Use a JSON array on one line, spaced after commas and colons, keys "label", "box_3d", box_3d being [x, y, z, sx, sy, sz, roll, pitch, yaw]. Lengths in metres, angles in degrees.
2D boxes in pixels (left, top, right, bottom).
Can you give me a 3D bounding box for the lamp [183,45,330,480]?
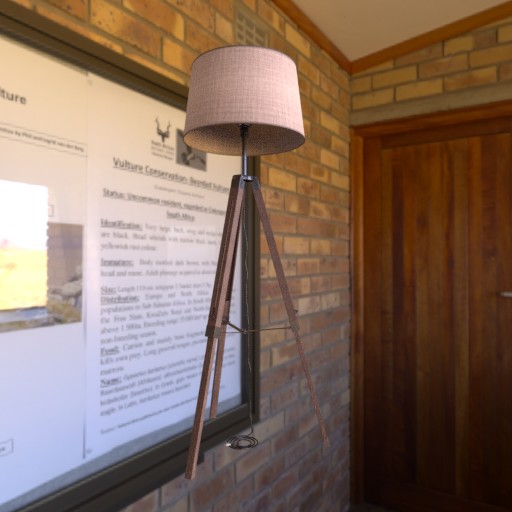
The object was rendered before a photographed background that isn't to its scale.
[{"label": "lamp", "box_3d": [0.000, 0.000, 1.793, 0.587, 1.510, 0.604, 0, -1, 1]}]
